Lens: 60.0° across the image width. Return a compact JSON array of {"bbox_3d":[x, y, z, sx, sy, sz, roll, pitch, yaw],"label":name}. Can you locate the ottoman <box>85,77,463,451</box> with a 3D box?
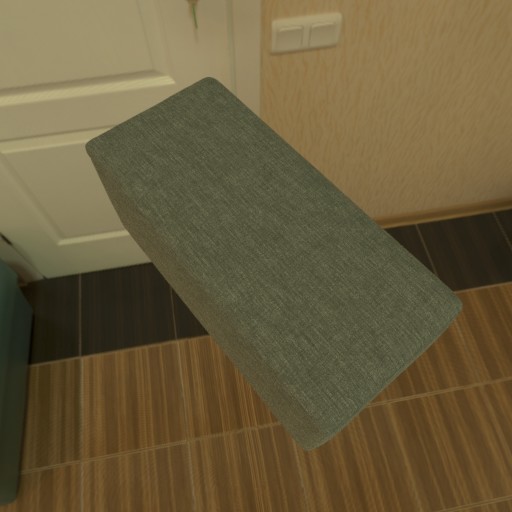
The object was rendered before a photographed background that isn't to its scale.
[{"bbox_3d":[0.000,0.000,1.169,0.419,0.432,0.902,-36,68,-17],"label":"ottoman"}]
